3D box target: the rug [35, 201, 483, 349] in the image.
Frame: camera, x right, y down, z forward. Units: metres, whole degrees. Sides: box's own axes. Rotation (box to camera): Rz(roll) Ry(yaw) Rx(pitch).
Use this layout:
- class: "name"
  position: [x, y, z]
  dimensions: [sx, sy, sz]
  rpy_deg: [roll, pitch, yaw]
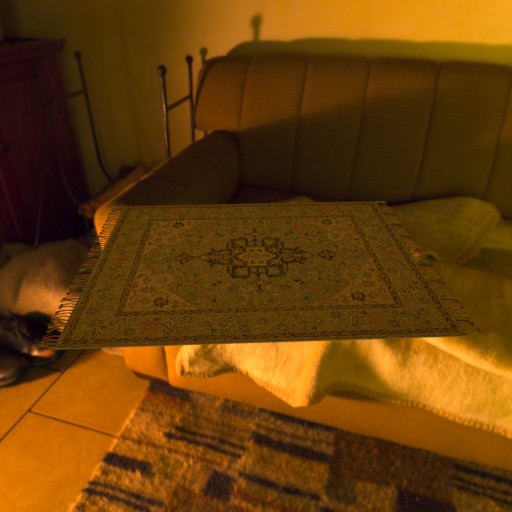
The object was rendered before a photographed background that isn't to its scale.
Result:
- class: "rug"
  position: [0.000, 0.000, 3.444]
  dimensions: [2.651, 0.010, 1.971]
  rpy_deg: [-1, 31, -2]
